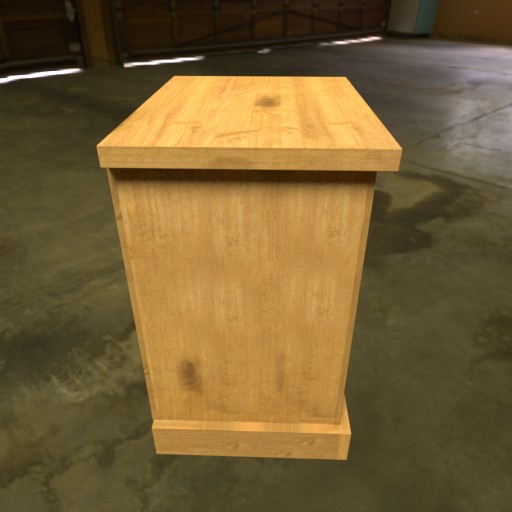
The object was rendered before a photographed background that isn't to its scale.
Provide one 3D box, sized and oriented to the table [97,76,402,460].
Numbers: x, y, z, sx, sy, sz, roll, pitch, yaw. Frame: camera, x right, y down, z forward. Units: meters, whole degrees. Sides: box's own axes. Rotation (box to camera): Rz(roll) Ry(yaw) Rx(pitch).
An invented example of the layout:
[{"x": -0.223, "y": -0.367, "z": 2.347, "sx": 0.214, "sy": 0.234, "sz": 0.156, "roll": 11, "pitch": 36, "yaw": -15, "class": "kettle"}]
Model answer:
[{"x": 0.000, "y": 0.000, "z": 1.210, "sx": 0.500, "sy": 0.813, "sz": 0.660, "roll": 1, "pitch": 31, "yaw": 2, "class": "table"}]
